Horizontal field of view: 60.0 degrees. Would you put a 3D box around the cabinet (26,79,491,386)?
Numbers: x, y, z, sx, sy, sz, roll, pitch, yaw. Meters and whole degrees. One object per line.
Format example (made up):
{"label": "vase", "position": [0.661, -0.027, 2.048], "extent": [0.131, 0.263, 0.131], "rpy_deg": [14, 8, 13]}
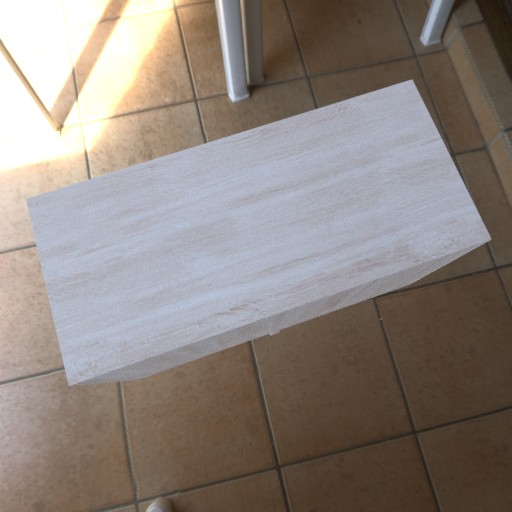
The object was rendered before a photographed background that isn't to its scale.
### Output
{"label": "cabinet", "position": [0.000, 0.000, 1.531], "extent": [1.110, 0.780, 0.500], "rpy_deg": [-18, 76, -5]}
